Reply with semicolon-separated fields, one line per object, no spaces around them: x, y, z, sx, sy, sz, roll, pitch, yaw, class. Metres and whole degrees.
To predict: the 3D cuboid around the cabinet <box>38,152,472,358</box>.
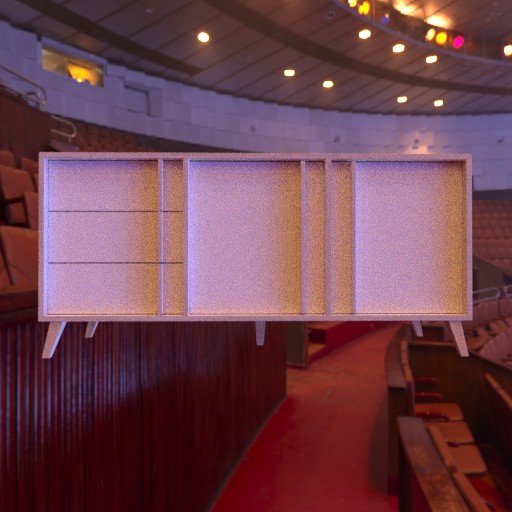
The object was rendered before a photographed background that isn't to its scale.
0.000;0.000;1.935;1.649;0.780;0.500;0;0;-1;cabinet
